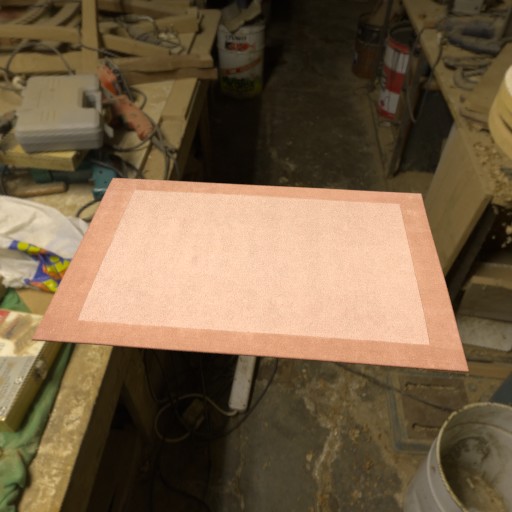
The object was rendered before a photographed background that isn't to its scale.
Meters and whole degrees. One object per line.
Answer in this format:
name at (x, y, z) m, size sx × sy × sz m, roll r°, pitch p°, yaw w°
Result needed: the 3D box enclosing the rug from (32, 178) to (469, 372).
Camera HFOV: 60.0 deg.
rug at (0.000, 0.000, 2.976) m, size 2.438 × 0.014 × 1.524 m, roll 3°, pitch 47°, yaw 3°
